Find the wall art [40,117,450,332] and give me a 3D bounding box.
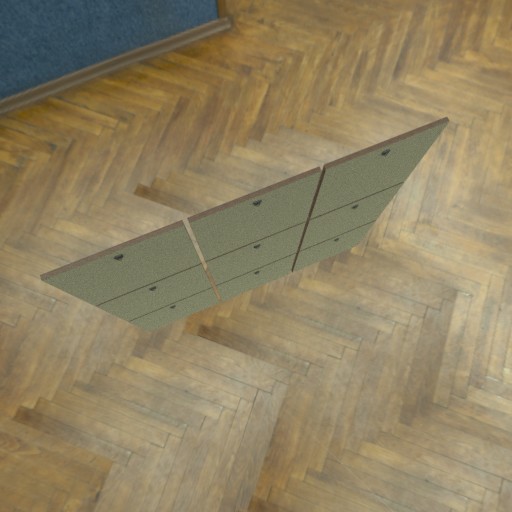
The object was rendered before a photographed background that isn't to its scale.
[{"bbox_3d":[0.000,0.000,1.343,0.906,0.904,0.018,-22,75,-6],"label":"wall art"}]
